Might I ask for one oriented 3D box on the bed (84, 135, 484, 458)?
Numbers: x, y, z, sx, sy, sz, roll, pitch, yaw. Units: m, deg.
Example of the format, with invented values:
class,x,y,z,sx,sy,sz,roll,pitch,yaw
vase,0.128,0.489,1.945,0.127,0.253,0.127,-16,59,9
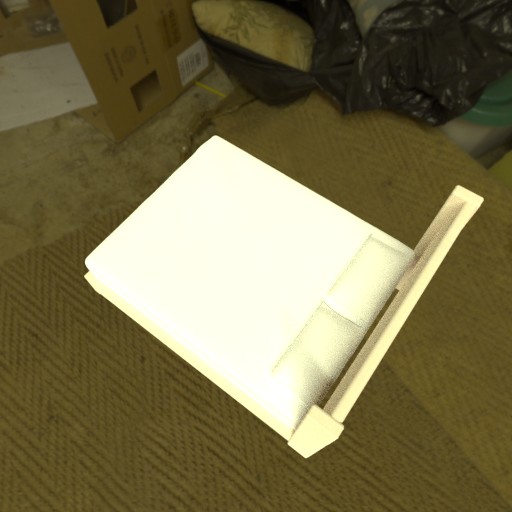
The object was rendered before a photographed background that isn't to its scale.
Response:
class,x,y,z,sx,sy,sz,roll,pitch,yaw
bed,0.000,0.000,3.439,2.293,1.471,1.778,33,67,16
